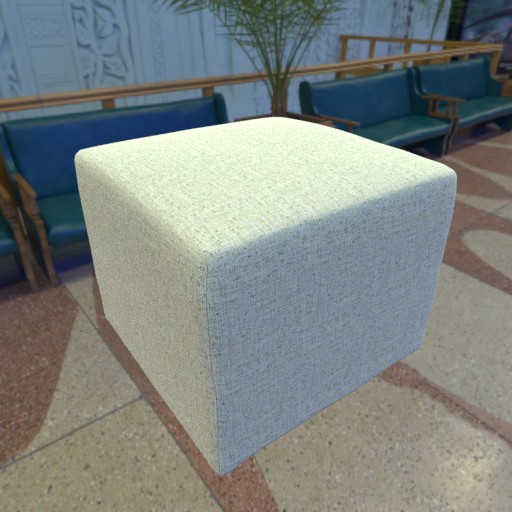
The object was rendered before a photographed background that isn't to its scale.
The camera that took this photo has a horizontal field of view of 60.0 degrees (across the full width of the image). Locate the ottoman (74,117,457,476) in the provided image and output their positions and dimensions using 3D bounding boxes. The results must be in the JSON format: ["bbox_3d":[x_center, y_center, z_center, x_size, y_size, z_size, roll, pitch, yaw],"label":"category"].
[{"bbox_3d":[0.000,0.000,0.889,0.521,0.453,0.512,-20,35,-31],"label":"ottoman"}]
